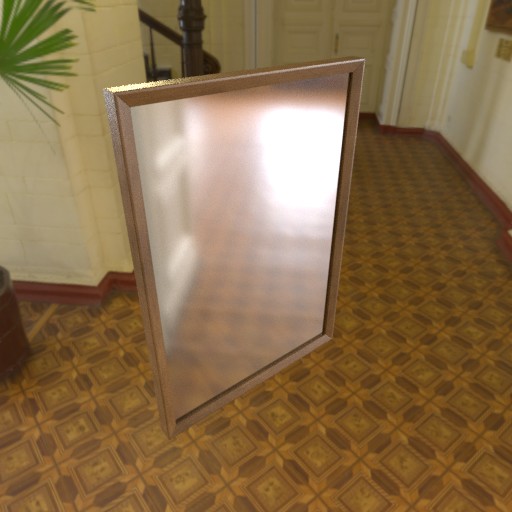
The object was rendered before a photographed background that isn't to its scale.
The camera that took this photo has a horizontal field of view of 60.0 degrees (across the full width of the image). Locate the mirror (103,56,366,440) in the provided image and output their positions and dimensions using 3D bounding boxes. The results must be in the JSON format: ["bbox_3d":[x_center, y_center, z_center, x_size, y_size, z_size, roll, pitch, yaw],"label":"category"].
[{"bbox_3d":[0.000,0.000,0.909,0.508,0.711,0.039,-23,38,-32],"label":"mirror"}]
